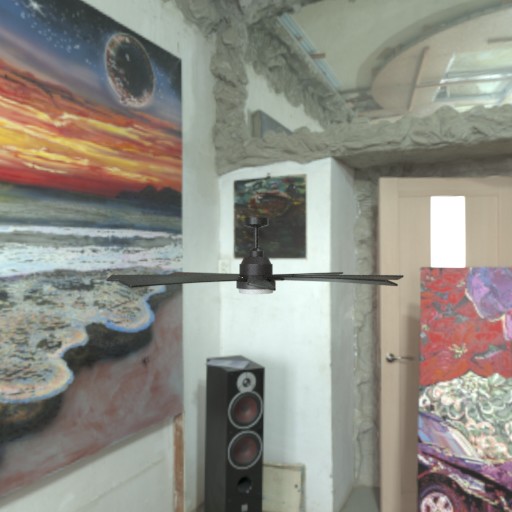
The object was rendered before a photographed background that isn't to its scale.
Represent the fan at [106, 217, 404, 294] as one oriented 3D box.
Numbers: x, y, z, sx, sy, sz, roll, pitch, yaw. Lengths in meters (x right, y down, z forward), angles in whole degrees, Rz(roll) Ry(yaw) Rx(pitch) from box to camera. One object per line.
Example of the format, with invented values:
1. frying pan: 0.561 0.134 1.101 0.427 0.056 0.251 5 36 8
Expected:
1. fan: 0.000 0.000 2.777 1.830 0.472 1.830 0 0 -1
